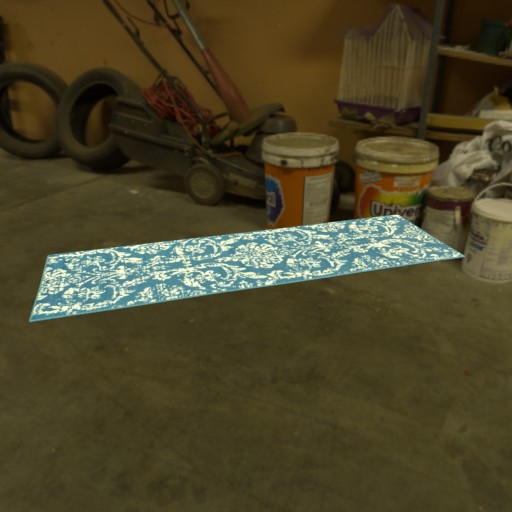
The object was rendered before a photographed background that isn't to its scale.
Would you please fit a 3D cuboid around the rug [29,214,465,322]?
[{"bbox_3d":[0.000,0.000,2.431,2.196,0.011,0.662,-7,27,-15],"label":"rug"}]
